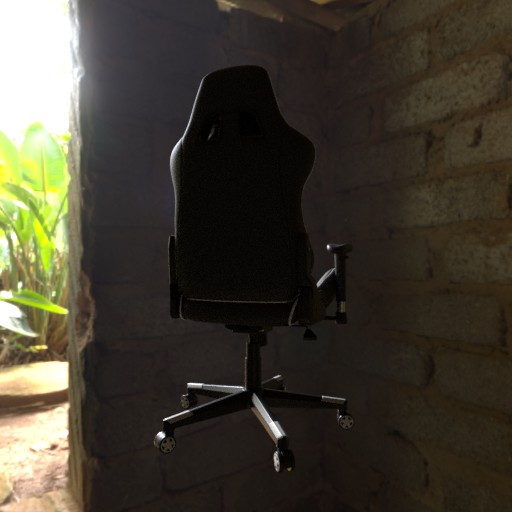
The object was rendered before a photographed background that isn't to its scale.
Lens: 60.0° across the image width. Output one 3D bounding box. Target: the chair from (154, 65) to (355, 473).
[{"bbox_3d":[0.000,0.000,1.639,0.700,1.240,0.700,0,0,19],"label":"chair"}]
